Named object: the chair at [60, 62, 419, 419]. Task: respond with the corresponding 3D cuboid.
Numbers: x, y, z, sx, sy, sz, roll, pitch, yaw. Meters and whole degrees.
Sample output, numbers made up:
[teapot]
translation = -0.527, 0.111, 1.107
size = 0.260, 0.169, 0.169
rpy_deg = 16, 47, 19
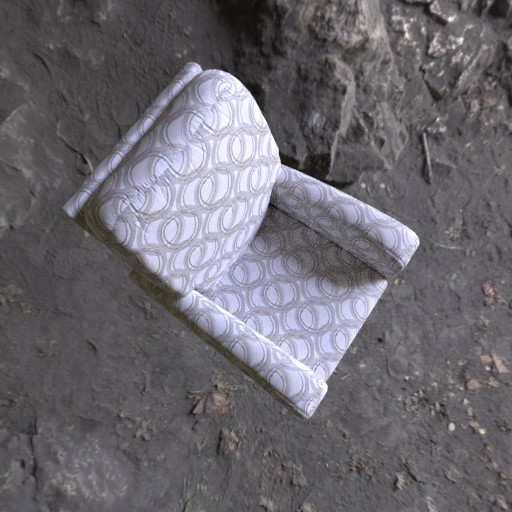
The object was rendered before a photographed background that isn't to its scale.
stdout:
[chair]
translation = 0.000, 0.000, 1.721
size = 0.995, 1.065, 0.796
rpy_deg = 34, 78, 9
